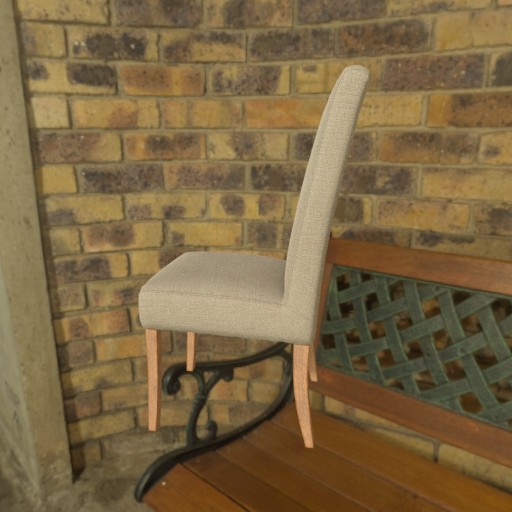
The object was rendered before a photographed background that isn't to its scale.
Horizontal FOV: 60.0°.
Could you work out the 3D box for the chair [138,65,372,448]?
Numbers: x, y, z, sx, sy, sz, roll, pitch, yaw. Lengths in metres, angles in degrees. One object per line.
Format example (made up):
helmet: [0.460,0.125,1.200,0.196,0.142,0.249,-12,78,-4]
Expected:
chair: [0.000,0.000,1.385,0.611,1.033,0.450,2,14,9]
